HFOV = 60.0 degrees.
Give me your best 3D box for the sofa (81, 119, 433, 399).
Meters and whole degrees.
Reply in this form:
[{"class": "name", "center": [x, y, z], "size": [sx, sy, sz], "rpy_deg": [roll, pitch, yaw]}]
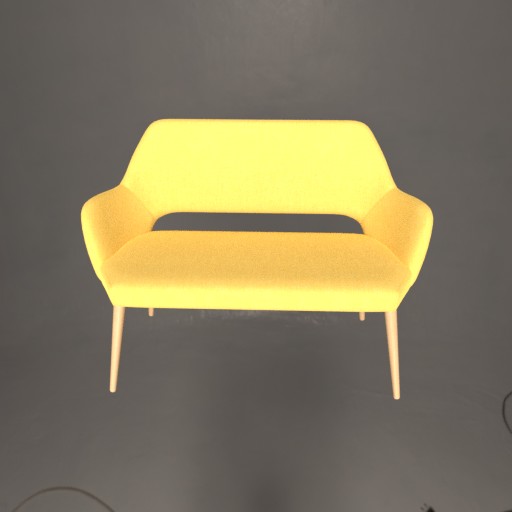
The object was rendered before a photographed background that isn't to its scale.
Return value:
[{"class": "sofa", "center": [0.000, 0.000, 1.615], "size": [1.150, 0.840, 0.610], "rpy_deg": [1, 31, 2]}]
